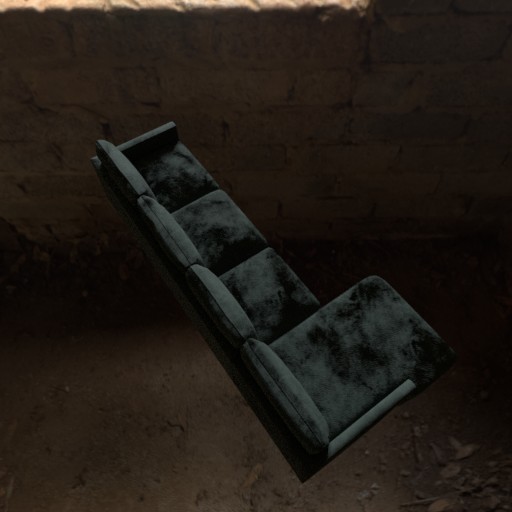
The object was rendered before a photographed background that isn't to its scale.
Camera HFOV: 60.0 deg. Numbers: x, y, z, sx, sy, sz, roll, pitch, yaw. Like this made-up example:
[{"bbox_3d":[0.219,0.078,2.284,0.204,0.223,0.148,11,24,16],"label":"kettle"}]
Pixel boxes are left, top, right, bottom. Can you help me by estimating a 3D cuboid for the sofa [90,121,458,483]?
[{"bbox_3d":[0.000,0.000,3.951,1.500,0.967,3.400,-31,63,-18],"label":"sofa"}]
